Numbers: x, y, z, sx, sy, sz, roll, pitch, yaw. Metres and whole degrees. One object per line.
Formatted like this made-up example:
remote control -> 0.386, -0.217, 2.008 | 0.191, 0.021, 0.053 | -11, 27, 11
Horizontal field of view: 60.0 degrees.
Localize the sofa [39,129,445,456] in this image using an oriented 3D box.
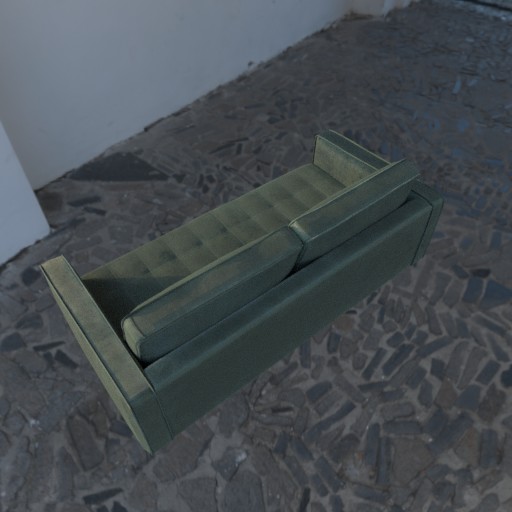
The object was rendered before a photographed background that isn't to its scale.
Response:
sofa -> 0.000, 0.000, 2.242 | 1.816, 0.781, 0.886 | -30, 54, -25
